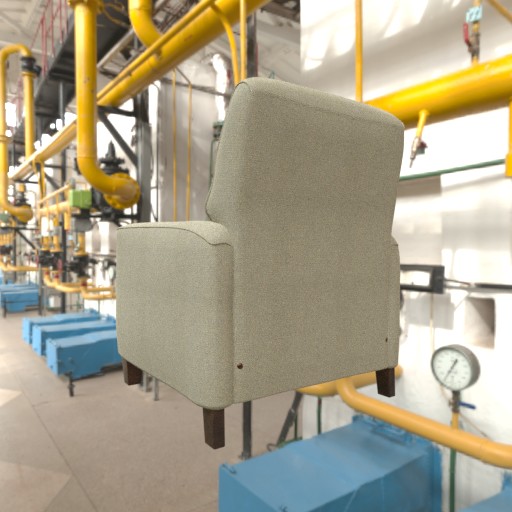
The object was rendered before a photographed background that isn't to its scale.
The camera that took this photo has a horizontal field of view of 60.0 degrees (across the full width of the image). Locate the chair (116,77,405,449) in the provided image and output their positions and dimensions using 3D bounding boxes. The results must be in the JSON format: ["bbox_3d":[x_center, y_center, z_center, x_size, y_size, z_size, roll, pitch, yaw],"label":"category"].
[{"bbox_3d":[0.000,0.000,1.649,0.850,1.006,0.853,-1,1,-35],"label":"chair"}]
